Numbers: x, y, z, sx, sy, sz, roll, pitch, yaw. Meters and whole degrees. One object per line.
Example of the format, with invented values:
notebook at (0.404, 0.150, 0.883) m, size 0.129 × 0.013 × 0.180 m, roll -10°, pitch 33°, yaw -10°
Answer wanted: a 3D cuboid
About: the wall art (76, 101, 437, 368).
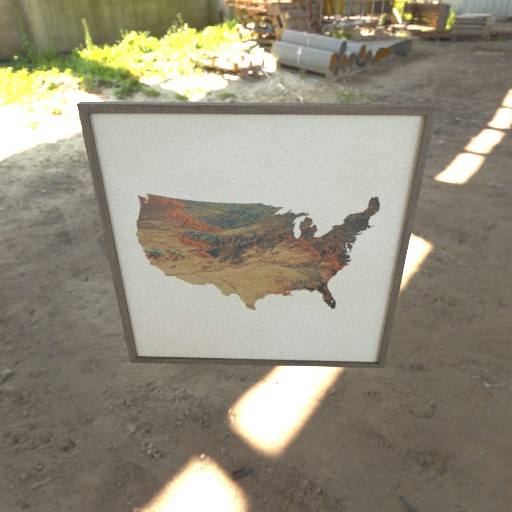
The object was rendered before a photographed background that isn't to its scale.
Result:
wall art at (0.000, 0.000, 0.761) m, size 0.508 × 0.507 × 0.016 m, roll 1°, pitch 32°, yaw 2°
